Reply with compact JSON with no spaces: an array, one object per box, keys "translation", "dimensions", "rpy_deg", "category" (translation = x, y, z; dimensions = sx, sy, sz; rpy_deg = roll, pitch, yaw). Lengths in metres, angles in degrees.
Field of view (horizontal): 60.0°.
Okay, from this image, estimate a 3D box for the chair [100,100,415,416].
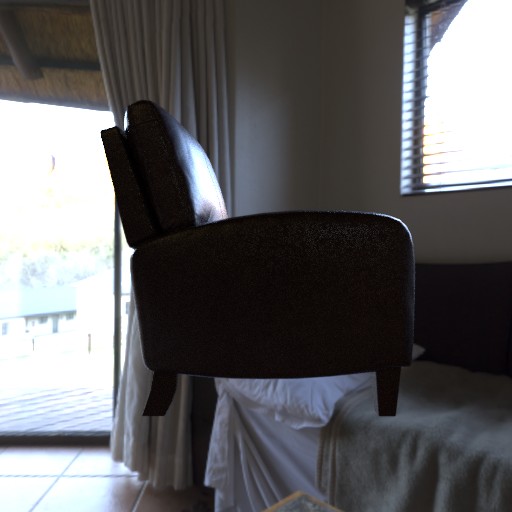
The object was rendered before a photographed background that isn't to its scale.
[{"translation":[0.000,0.000,1.688],"dimensions":[0.990,0.990,0.762],"rpy_deg":[0,0,1],"category":"chair"}]
